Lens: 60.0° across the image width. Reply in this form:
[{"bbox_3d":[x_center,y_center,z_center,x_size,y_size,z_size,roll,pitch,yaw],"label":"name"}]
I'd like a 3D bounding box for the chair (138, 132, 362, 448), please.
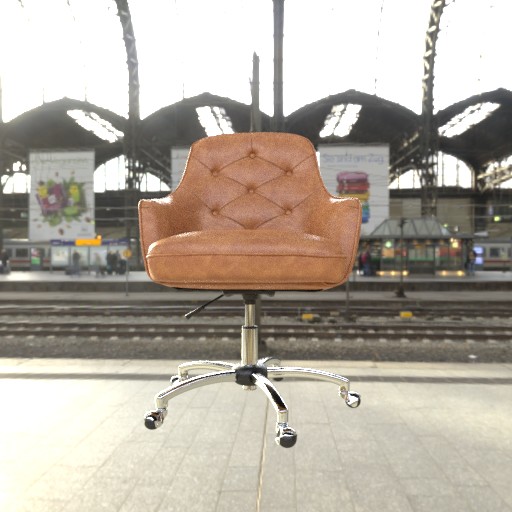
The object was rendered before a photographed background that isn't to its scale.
[{"bbox_3d":[0.000,0.000,1.339,0.628,0.909,0.615,0,0,1],"label":"chair"}]
